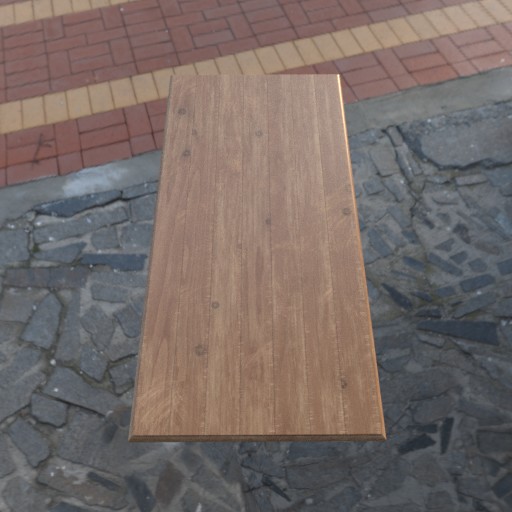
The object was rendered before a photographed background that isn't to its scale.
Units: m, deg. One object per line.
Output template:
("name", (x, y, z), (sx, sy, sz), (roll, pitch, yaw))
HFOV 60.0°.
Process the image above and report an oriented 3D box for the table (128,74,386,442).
("table", (0.000, 0.000, 1.403), (0.559, 0.458, 1.118), (0, 63, 0))
